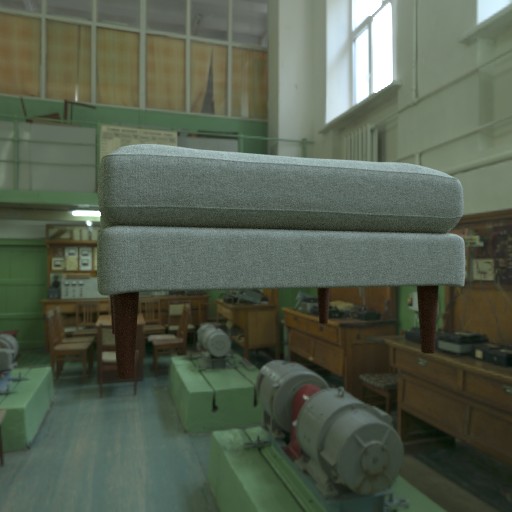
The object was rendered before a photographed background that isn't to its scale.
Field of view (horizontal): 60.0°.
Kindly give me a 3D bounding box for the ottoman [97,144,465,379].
[{"bbox_3d":[0.000,0.000,1.229,0.821,0.474,0.693,0,-1,-19],"label":"ottoman"}]
